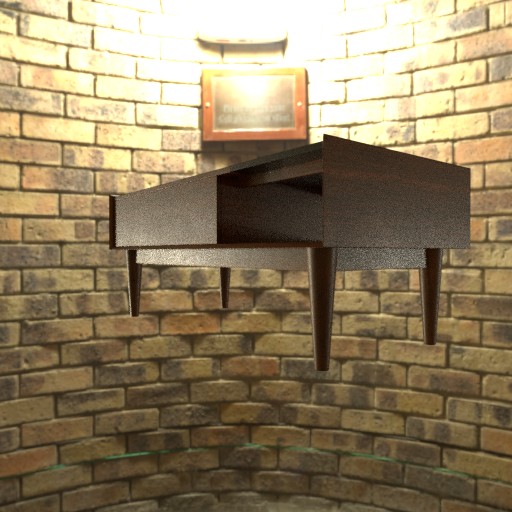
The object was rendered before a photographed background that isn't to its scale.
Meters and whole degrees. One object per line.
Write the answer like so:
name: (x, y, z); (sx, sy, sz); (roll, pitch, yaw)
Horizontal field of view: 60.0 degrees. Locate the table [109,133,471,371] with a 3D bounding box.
table: (0.000, 0.000, 1.568); (0.610, 0.508, 1.221); (0, 1, -38)
